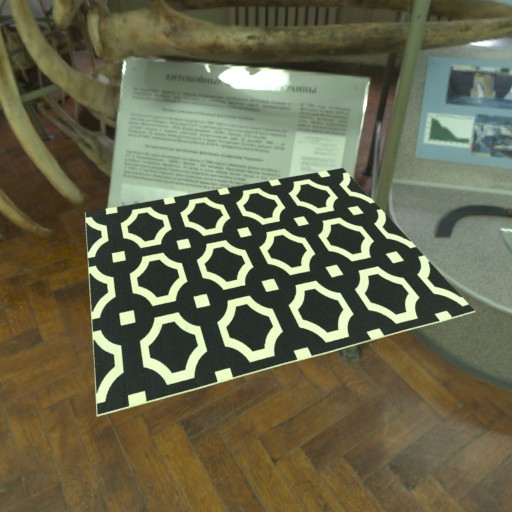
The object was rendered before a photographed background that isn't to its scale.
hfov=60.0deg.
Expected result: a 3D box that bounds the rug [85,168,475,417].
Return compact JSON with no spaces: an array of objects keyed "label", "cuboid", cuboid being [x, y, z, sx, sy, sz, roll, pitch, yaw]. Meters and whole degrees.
[{"label":"rug","cuboid":[0.000,0.000,4.215,3.049,0.021,2.466,-12,43,-13]}]
